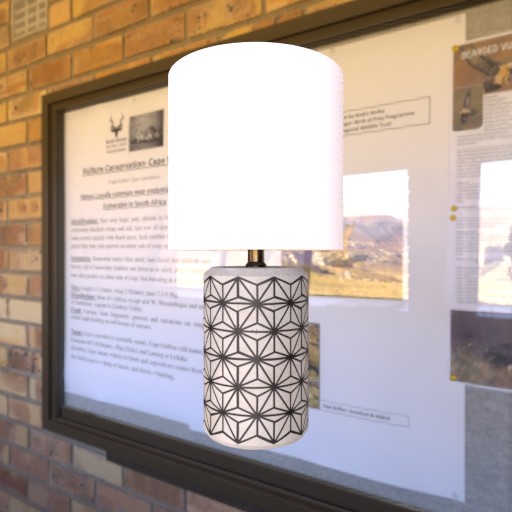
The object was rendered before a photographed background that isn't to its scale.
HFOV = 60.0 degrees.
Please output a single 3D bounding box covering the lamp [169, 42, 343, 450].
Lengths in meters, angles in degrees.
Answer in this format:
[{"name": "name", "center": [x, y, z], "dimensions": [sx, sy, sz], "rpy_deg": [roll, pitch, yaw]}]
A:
[{"name": "lamp", "center": [0.000, 0.000, 0.534], "dimensions": [0.206, 0.416, 0.206], "rpy_deg": [0, 0, 0]}]
